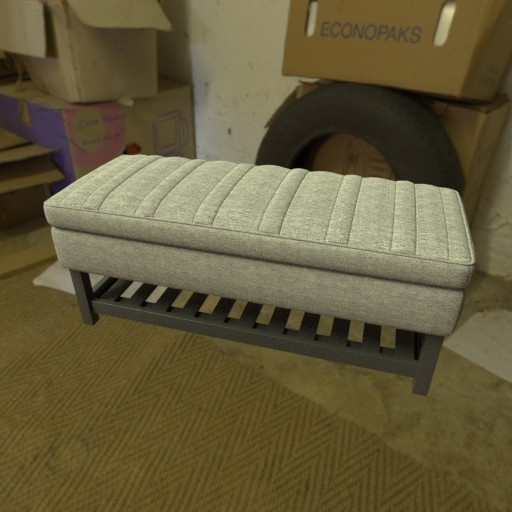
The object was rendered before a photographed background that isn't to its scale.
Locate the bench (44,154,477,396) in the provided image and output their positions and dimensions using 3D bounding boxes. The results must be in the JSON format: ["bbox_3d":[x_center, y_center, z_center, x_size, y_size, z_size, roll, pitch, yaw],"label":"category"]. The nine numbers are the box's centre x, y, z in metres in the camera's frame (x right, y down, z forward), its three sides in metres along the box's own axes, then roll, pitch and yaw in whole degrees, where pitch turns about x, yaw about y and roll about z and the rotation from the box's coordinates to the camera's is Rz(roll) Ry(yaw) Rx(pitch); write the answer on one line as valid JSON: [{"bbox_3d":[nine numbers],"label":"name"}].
[{"bbox_3d":[0.000,0.000,1.317,1.100,0.470,0.429,9,33,14],"label":"bench"}]
